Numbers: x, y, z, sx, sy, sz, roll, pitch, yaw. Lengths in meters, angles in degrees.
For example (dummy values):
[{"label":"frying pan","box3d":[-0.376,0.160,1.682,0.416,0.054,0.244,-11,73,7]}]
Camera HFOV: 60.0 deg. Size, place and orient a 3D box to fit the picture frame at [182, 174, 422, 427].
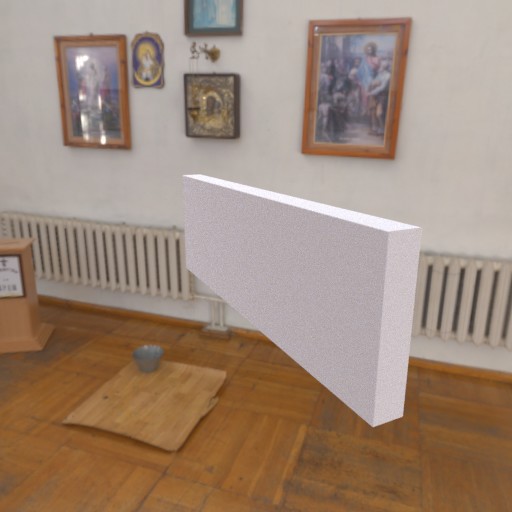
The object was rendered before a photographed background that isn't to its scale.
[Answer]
[{"label":"picture frame","box3d":[0.000,0.000,0.858,0.050,0.250,0.759,-7,17,-25]}]
